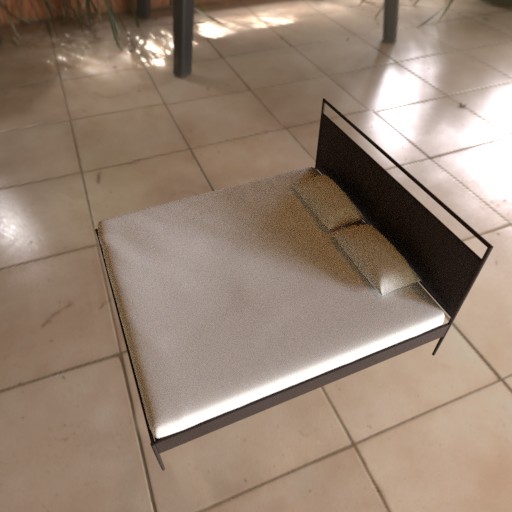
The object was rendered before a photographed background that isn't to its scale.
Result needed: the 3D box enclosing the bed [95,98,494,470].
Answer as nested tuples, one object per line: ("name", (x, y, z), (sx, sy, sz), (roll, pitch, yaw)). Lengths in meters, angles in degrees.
("bed", (0.000, 0.000, 3.326), (2.151, 1.173, 1.993), (-17, 48, -16))
